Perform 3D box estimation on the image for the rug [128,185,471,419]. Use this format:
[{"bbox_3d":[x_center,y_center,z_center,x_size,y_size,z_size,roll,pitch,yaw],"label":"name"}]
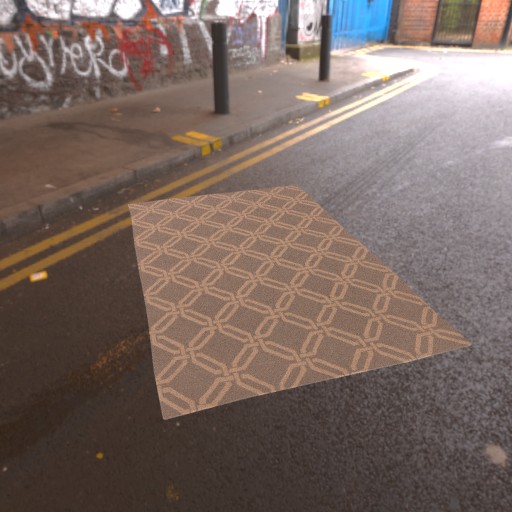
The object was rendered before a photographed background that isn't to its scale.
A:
[{"bbox_3d":[0.000,0.000,2.220,1.148,0.010,1.754,-9,31,-15],"label":"rug"}]
